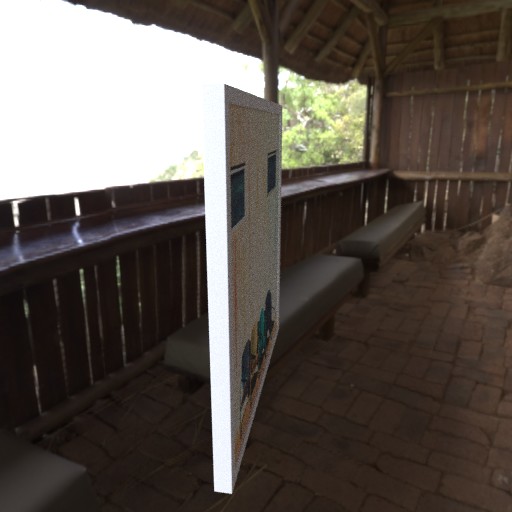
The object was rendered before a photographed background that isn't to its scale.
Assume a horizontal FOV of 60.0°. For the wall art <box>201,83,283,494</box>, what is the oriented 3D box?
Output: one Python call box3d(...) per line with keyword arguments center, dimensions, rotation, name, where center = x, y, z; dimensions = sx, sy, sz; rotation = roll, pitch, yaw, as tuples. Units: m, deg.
box3d(center=(0.000, 0.000, 1.133), dimensions=(0.036, 0.760, 0.760), rotation=(3, 16, 9), name="wall art")
